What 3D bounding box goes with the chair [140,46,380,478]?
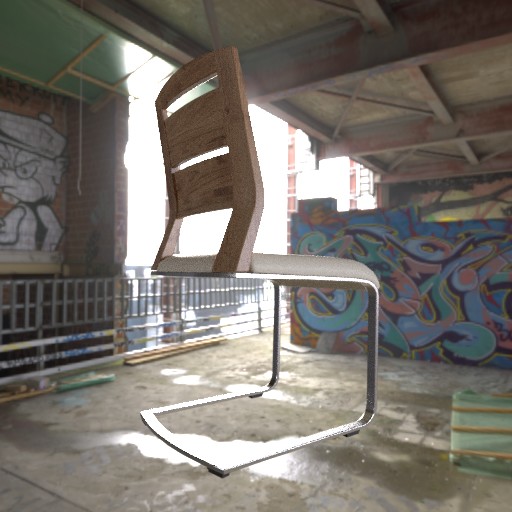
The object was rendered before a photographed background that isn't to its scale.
[{"bbox_3d":[0.000,0.000,1.270,0.561,0.955,0.457,1,-2,-37],"label":"chair"}]
